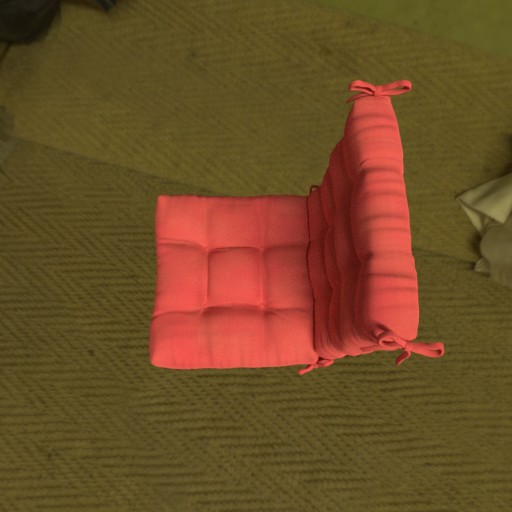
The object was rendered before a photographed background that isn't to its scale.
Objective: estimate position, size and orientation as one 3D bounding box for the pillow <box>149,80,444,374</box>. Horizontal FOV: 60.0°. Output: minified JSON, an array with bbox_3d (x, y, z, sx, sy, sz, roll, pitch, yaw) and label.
[{"bbox_3d":[0.000,0.000,1.001,0.571,0.605,0.519,-1,75,0],"label":"pillow"}]
